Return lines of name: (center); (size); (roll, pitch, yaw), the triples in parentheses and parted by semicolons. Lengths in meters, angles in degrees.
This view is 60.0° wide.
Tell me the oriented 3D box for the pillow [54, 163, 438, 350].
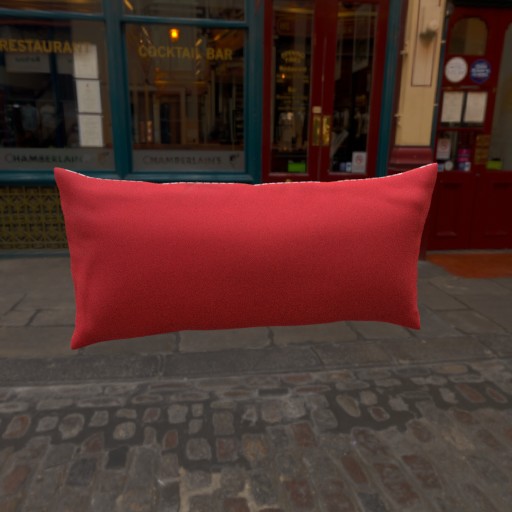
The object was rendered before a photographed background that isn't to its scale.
pillow: (0.000, 0.000, 0.731); (0.608, 0.297, 0.151); (-2, 14, -8)
